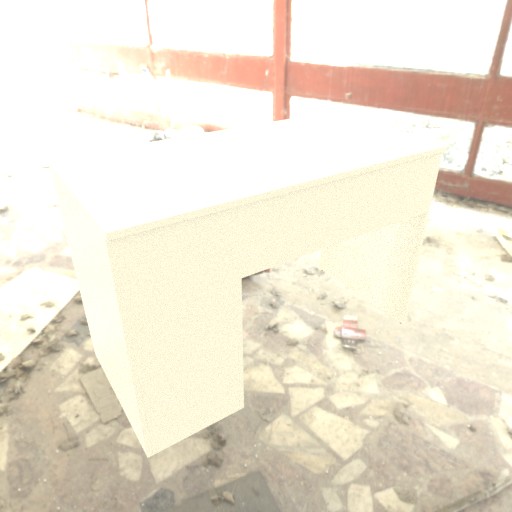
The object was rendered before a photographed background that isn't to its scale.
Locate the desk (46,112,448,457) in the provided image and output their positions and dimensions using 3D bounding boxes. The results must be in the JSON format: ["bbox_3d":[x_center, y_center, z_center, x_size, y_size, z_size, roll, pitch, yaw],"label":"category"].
[{"bbox_3d":[0.000,0.000,1.537,1.097,0.735,0.560,-19,35,-29],"label":"desk"}]
